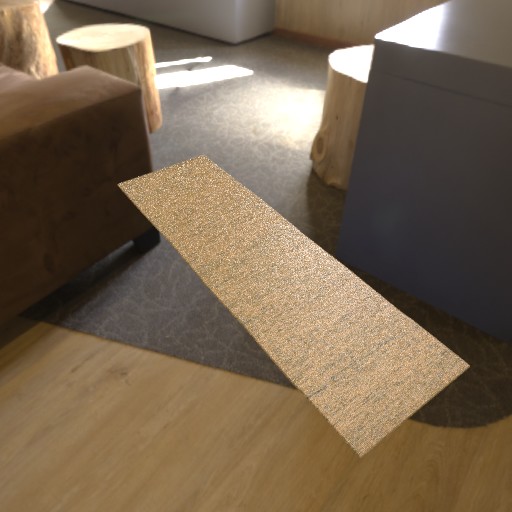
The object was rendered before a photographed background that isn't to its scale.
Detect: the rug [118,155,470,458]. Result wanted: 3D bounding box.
[{"bbox_3d":[0.000,0.000,2.501,0.700,0.014,2.290,-26,48,-26],"label":"rug"}]
